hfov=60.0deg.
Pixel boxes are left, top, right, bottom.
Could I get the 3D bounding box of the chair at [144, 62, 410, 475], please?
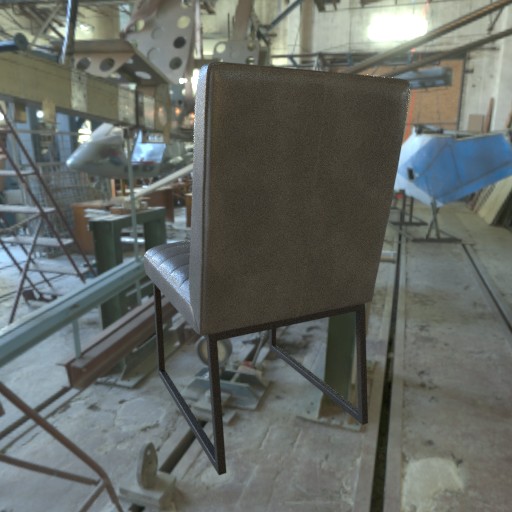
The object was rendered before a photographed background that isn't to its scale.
[{"bbox_3d":[0.000,0.000,1.283,0.520,0.930,0.634,-7,15,-26],"label":"chair"}]
